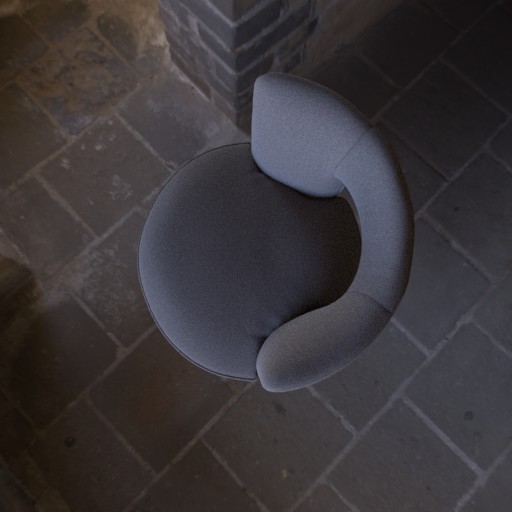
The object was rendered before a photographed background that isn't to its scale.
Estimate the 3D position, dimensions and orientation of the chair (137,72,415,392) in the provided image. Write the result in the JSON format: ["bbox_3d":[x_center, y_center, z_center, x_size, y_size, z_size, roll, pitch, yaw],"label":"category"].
[{"bbox_3d":[0.000,0.000,1.251,0.660,0.719,0.689,-1,77,0],"label":"chair"}]
